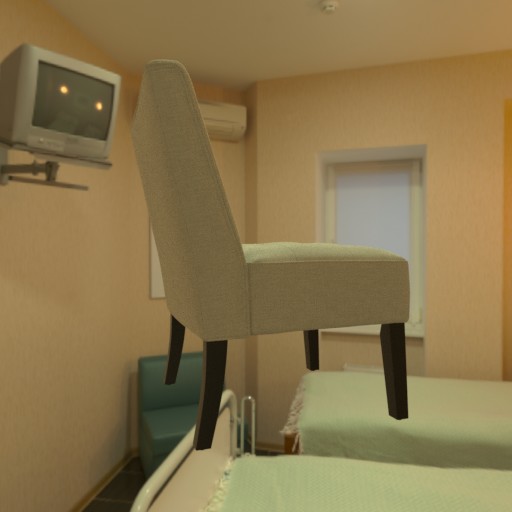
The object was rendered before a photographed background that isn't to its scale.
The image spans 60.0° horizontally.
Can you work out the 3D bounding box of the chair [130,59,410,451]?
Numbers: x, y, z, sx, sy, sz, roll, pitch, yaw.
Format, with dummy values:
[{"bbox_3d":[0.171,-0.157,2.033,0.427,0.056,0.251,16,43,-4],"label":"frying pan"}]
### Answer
[{"bbox_3d":[0.000,0.000,1.291,0.676,0.853,0.569,0,1,-19],"label":"chair"}]
